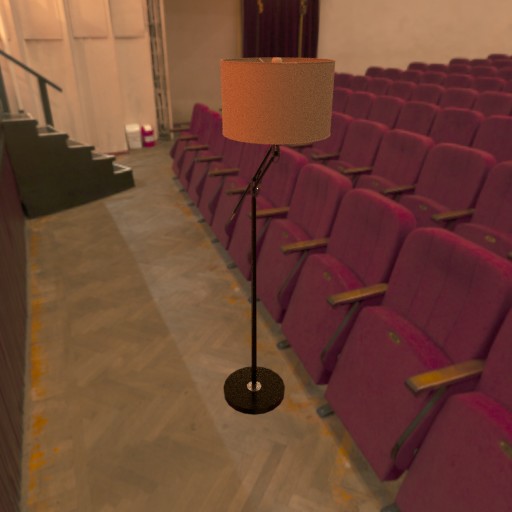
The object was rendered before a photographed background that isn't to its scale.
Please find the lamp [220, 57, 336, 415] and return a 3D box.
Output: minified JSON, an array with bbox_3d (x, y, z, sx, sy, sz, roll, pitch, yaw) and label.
[{"bbox_3d":[0.000,0.000,1.984,0.373,1.635,0.809,-9,27,-17],"label":"lamp"}]
